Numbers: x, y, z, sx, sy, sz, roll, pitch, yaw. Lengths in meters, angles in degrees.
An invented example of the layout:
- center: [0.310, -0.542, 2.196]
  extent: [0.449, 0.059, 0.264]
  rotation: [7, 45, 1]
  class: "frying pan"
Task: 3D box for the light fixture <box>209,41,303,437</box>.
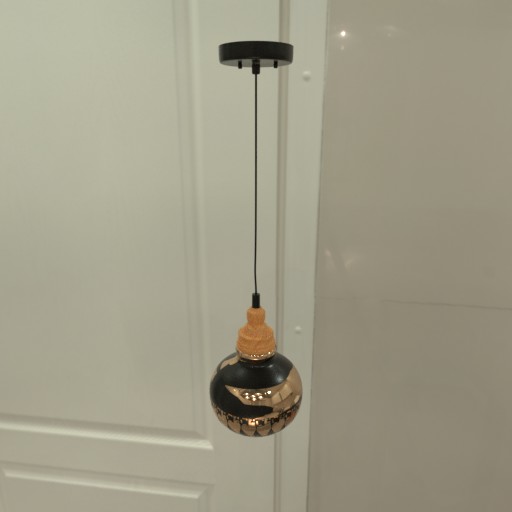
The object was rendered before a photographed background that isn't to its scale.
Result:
- center: [0.000, 0.000, 1.865]
  extent: [0.430, 1.606, 0.430]
  rotation: [2, 17, 8]
  class: "light fixture"
